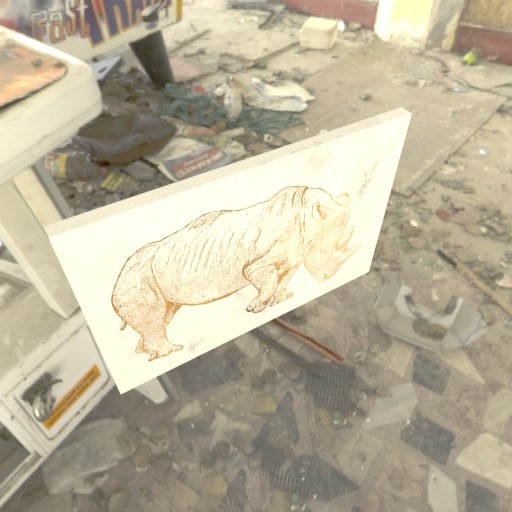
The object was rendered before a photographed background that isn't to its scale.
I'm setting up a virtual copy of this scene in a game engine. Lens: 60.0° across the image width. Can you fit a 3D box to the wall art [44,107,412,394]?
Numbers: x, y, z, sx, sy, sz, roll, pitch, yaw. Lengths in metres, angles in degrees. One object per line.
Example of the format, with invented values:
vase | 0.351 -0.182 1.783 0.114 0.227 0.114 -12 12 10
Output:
wall art | 0.000 0.000 1.213 0.915 0.610 0.038 -23 50 -21
